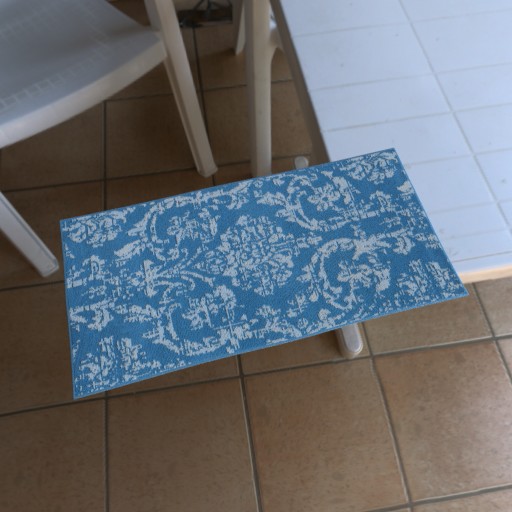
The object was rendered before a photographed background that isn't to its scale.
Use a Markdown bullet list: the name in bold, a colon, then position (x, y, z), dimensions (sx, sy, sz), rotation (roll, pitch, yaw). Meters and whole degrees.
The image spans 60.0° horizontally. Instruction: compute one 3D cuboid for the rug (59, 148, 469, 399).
- **rug**: position (0.000, 0.000, 1.440), dimensions (1.219, 0.007, 0.604), rotation (-13, 64, -7)
